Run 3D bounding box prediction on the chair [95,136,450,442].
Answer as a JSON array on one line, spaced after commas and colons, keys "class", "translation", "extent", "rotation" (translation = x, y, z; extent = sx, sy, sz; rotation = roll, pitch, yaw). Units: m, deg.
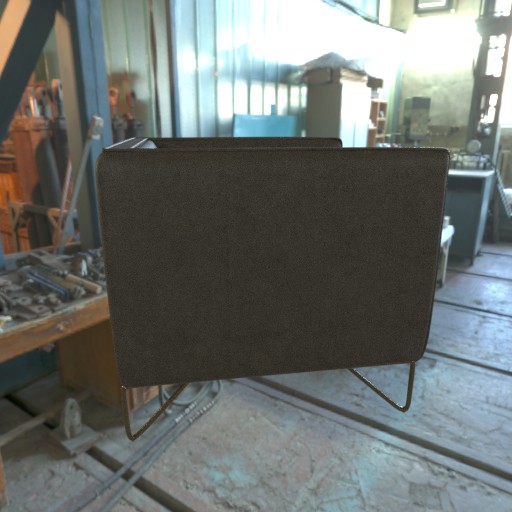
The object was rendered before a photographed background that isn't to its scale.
[{"class": "chair", "translation": [0.000, 0.000, 1.559], "extent": [0.894, 0.790, 0.880], "rotation": [-3, 17, -9]}]
